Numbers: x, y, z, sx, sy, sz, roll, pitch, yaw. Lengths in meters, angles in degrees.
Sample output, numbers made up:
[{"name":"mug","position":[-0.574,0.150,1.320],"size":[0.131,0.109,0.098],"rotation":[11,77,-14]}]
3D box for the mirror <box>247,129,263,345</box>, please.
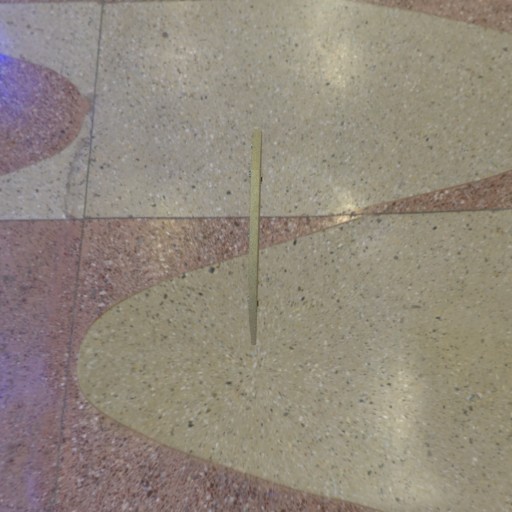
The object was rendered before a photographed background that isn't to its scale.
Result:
[{"name":"mirror","position":[0.000,0.000,1.343],"size":[0.025,1.175,0.464],"rotation":[2,75,0]}]
